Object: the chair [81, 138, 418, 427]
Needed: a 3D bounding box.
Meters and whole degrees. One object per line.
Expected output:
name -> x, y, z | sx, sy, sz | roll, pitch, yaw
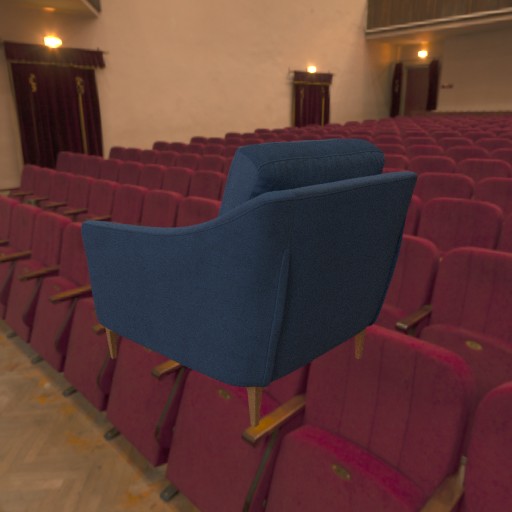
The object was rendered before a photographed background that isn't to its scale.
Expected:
chair -> 0.000, 0.000, 1.745 | 0.987, 0.899, 0.961 | -16, 24, -42
